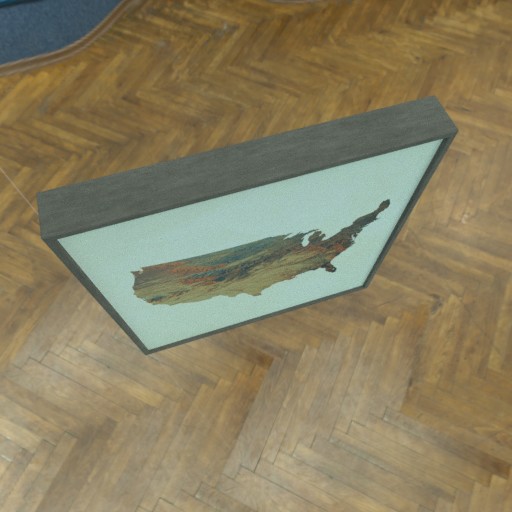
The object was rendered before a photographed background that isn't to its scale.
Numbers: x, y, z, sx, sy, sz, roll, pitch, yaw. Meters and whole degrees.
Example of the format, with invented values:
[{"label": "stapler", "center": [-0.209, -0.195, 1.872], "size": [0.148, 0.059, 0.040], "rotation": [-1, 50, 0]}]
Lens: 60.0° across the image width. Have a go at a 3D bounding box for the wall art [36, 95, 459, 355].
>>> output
[{"label": "wall art", "center": [0.000, 0.000, 0.449], "size": [0.303, 0.302, 0.038], "rotation": [-16, 64, -8]}]
